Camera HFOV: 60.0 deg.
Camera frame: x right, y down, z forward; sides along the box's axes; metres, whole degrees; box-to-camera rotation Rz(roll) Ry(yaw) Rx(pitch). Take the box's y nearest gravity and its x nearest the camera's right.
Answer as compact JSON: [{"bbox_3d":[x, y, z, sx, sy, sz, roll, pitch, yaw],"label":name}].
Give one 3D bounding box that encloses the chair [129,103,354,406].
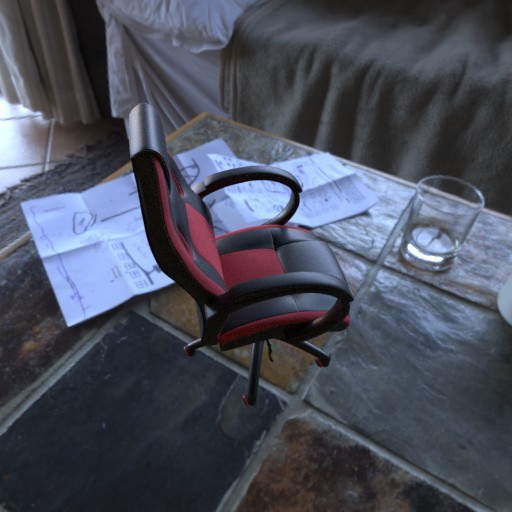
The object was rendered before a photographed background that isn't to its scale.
[{"bbox_3d":[0.000,0.000,1.683,0.724,1.187,0.673,-9,46,-8],"label":"chair"}]
